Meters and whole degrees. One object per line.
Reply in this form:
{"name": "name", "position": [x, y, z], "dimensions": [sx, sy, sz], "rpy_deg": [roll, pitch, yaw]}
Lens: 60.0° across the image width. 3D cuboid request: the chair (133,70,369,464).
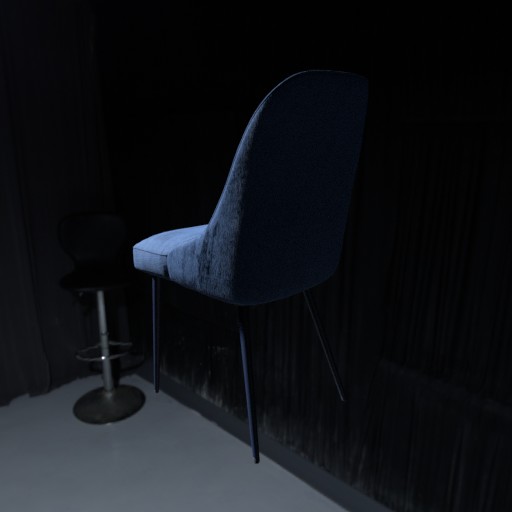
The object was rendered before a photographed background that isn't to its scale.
{"name": "chair", "position": [0.000, 0.000, 1.230], "dimensions": [0.478, 0.896, 0.559], "rpy_deg": [-15, 21, -43]}
